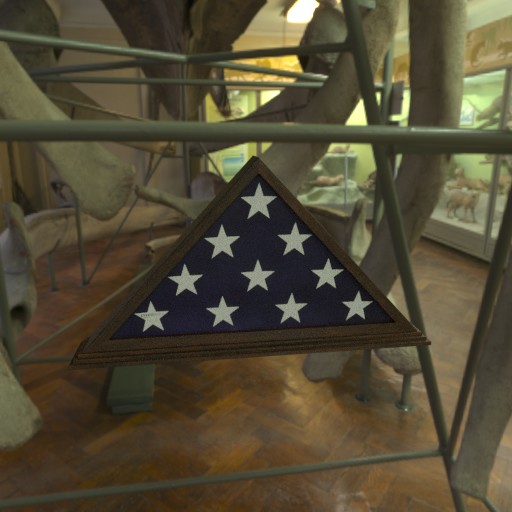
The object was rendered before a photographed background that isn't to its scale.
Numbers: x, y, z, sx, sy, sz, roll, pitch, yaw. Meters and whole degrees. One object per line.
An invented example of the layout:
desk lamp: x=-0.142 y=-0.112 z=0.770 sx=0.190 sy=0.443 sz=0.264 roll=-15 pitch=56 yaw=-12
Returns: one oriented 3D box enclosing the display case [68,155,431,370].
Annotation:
display case: x=0.000 y=0.000 z=0.775 sx=0.640 sy=0.340 sz=0.095 roll=-2 pitch=16 yaw=-8
